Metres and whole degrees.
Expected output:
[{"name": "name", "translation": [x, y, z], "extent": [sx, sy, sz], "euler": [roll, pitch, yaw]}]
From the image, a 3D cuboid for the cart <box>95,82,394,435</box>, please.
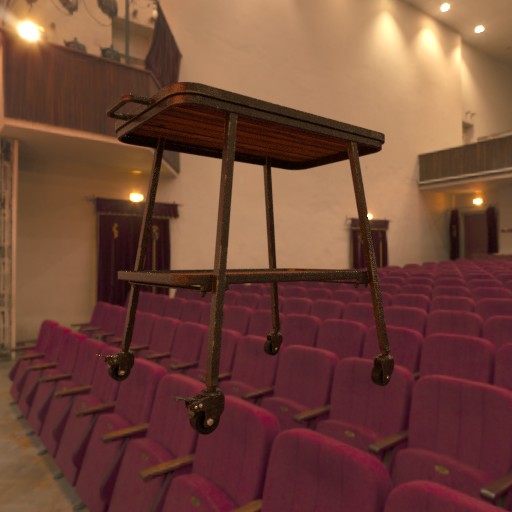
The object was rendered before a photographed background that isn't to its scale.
[{"name": "cart", "translation": [0.000, 0.000, 1.241], "extent": [0.806, 0.700, 0.515], "euler": [0, -1, -37]}]
